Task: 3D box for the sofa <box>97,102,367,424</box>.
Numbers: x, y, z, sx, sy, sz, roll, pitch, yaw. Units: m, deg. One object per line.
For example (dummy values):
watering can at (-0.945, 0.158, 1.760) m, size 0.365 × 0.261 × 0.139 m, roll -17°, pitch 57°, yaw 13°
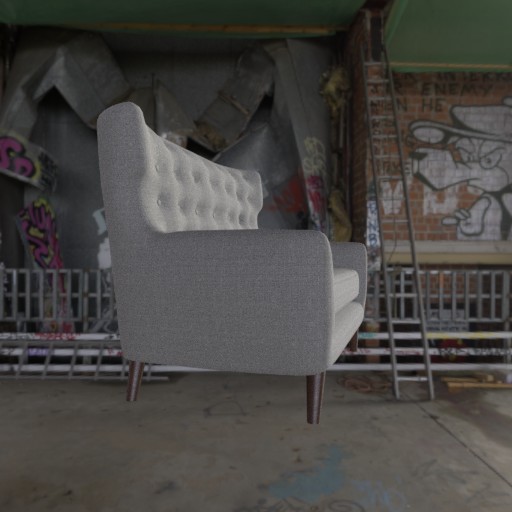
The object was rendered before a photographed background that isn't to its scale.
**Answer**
sofa at (0.000, 0.000, 2.009) m, size 0.884 × 1.028 × 1.386 m, roll 0°, pitch 0°, yaw 19°
